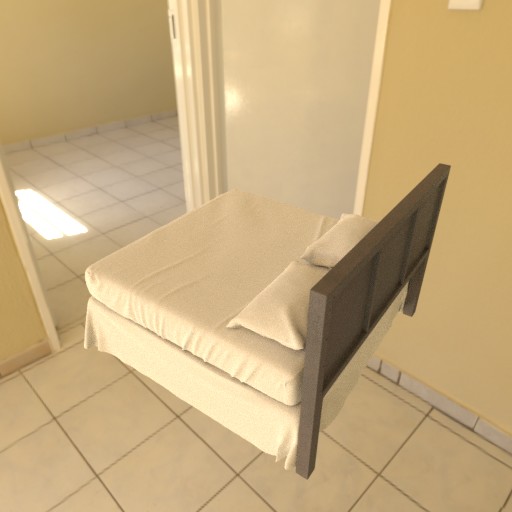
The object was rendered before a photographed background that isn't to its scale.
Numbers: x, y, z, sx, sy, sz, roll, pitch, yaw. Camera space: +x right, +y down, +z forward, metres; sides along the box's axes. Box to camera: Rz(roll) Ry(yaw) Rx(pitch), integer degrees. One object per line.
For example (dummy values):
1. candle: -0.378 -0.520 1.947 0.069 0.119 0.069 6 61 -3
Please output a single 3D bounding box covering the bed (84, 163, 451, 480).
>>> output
1. bed: 0.000 0.000 2.889 1.785 1.142 1.772 21 38 29
